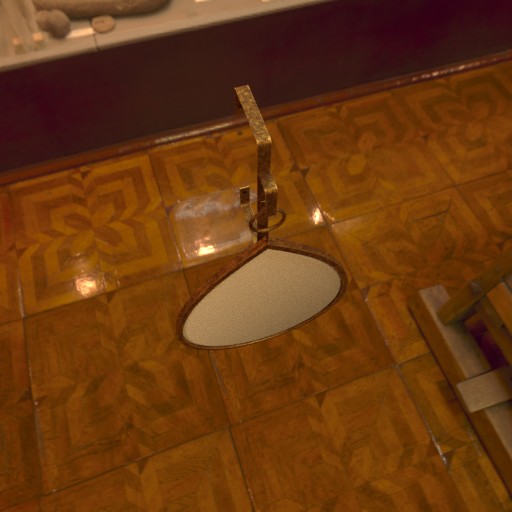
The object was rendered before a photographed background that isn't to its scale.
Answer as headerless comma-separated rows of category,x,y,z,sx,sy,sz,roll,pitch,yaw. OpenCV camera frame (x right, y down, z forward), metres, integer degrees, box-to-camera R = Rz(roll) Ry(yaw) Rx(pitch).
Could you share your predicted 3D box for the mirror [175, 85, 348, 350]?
mirror,0.000,0.000,0.902,0.405,0.744,0.144,-15,63,-8
